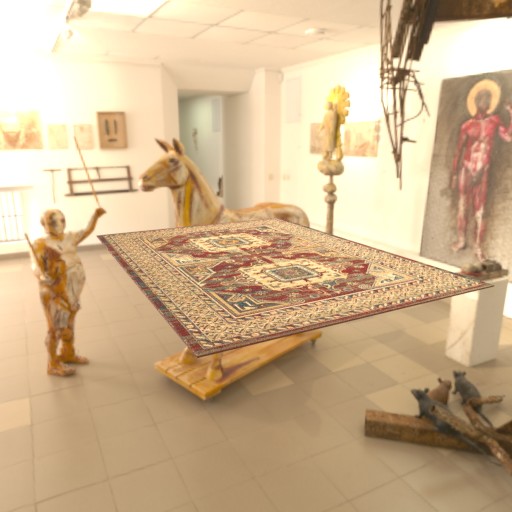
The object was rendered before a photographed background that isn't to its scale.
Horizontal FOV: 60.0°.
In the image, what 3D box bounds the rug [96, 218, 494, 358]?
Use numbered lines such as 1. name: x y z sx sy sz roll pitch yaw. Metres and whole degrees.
1. rug: 0.000 0.000 4.172 2.381 0.013 3.197 -8 17 -27
